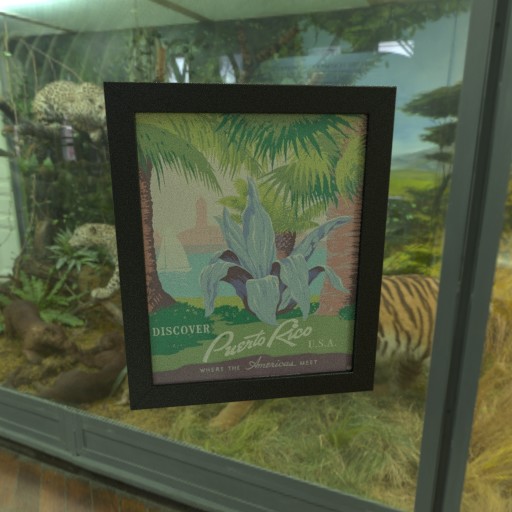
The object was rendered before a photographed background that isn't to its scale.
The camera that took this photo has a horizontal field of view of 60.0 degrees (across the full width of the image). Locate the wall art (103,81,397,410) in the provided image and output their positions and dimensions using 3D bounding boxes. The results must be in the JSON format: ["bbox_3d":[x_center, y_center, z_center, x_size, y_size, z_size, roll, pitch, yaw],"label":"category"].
[{"bbox_3d":[0.000,0.000,0.801,0.481,0.582,0.018,-2,15,-8],"label":"wall art"}]
